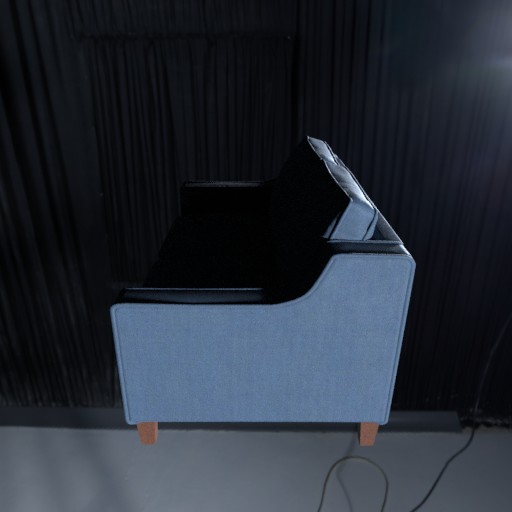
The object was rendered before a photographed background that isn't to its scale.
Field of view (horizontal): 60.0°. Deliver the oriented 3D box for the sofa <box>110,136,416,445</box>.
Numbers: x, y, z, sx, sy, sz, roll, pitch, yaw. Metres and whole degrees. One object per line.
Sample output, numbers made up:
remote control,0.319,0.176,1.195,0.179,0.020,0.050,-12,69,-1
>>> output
sofa,0.000,0.000,2.166,0.987,0.971,1.501,0,25,0
